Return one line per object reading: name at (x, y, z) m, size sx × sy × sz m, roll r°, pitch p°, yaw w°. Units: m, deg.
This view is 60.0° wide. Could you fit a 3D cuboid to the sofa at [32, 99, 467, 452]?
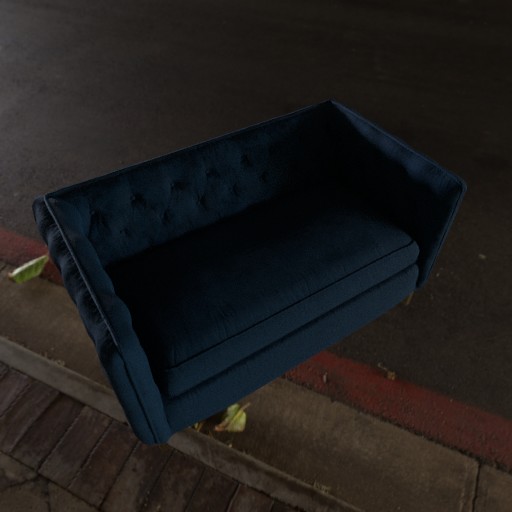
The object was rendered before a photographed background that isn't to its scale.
sofa at (0.000, 0.000, 2.043) m, size 1.583 × 0.810 × 0.909 m, roll -25°, pitch 51°, yaw -22°
